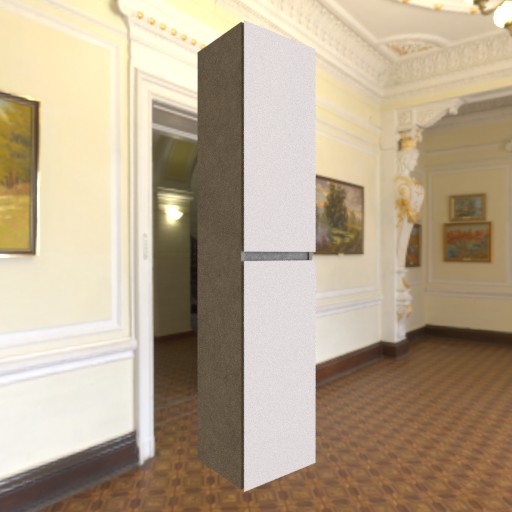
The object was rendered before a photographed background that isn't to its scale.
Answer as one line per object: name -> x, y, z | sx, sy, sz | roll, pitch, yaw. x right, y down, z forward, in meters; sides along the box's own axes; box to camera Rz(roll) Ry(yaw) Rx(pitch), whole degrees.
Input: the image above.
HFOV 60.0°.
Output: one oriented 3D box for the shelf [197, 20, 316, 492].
shelf -> 0.000, 0.000, 1.513 | 0.300, 1.400, 0.270 | 0, 0, -38
